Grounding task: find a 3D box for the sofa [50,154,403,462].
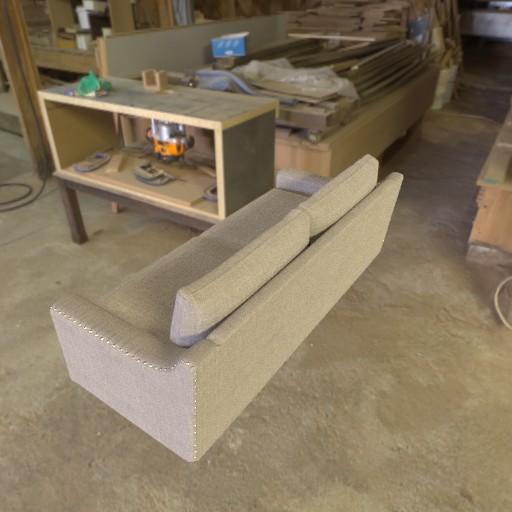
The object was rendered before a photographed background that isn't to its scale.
[{"bbox_3d":[0.000,0.000,2.737,1.000,0.857,2.208,21,38,29],"label":"sofa"}]
